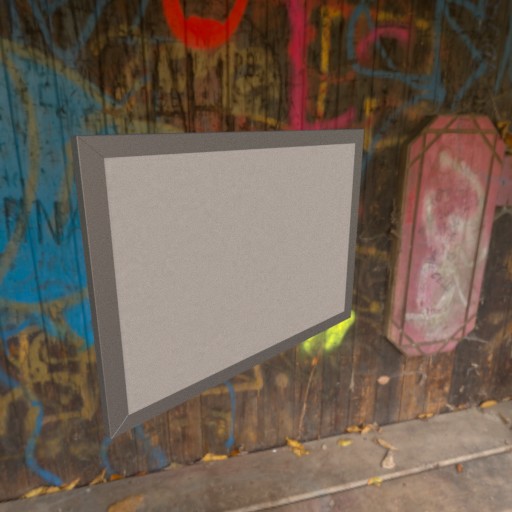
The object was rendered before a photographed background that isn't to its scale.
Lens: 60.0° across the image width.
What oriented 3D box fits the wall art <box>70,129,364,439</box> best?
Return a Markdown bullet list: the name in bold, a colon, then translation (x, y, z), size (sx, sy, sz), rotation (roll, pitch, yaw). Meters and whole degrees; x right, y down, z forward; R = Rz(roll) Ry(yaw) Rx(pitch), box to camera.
- **wall art**: translation (0.000, 0.000, 0.566), size (0.432, 0.306, 0.016), rotation (-16, 23, -41)
